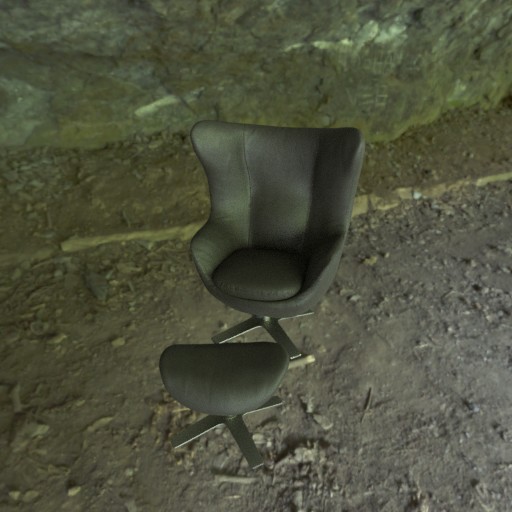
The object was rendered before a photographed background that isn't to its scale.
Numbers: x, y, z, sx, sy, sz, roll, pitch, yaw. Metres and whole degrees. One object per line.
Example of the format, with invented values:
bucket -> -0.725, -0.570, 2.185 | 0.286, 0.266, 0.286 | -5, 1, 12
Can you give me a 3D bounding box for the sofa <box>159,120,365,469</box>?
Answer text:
sofa -> 0.000, 0.000, 2.166 | 0.894, 1.135, 1.444 | 7, 27, 15
